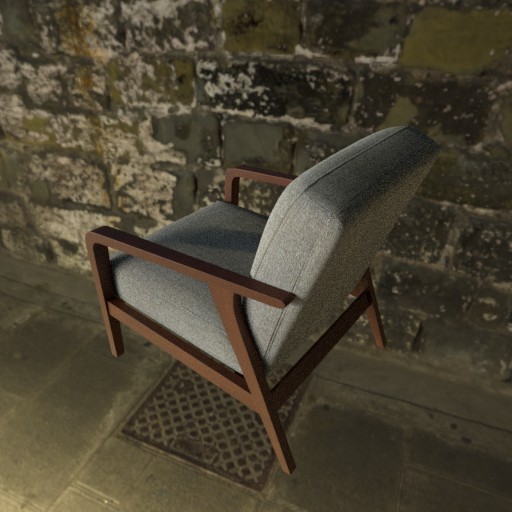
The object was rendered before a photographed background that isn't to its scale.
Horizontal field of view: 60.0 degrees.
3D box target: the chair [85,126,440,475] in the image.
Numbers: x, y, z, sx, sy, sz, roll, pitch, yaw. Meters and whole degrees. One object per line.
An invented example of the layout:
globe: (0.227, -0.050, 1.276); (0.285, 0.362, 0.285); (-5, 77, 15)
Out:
chair: (0.000, 0.000, 1.432); (0.858, 0.847, 0.704); (22, 38, 31)
